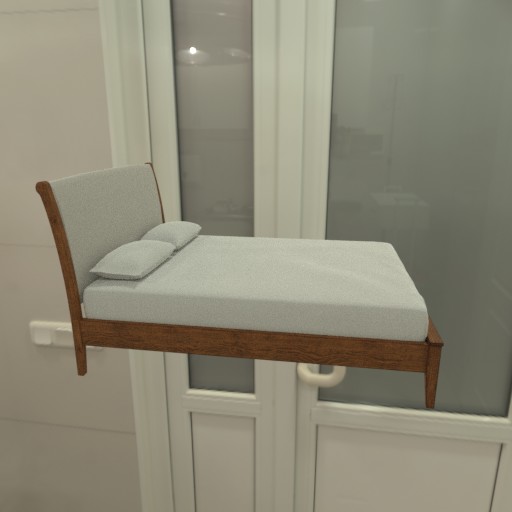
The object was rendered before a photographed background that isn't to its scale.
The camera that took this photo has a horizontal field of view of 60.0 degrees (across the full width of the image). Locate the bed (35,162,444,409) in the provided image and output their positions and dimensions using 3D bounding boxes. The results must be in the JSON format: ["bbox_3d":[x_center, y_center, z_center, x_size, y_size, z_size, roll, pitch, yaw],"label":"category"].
[{"bbox_3d":[0.000,0.000,2.994,2.108,1.135,1.502,3,16,9],"label":"bed"}]
